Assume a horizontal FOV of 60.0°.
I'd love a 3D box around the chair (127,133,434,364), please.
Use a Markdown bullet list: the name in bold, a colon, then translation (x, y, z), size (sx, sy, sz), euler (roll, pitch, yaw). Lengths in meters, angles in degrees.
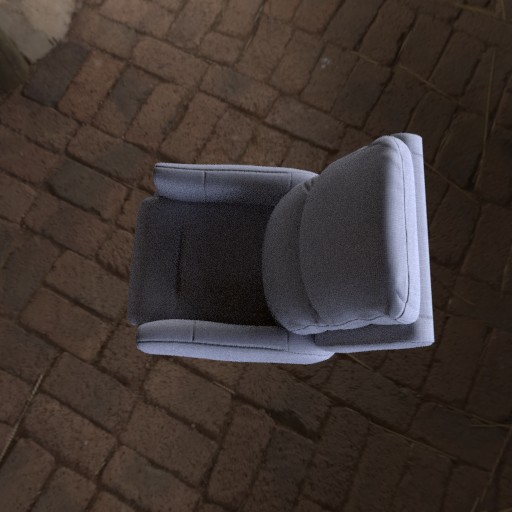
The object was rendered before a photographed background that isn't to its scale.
- **chair**: translation (0.000, 0.000, 1.783), size (1.080, 1.030, 0.829), euler (2, 76, 1)
